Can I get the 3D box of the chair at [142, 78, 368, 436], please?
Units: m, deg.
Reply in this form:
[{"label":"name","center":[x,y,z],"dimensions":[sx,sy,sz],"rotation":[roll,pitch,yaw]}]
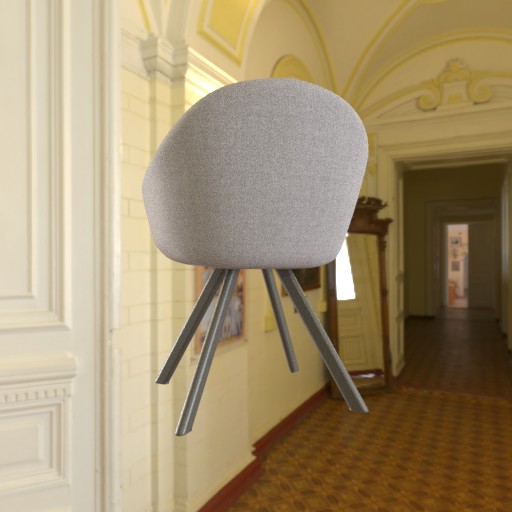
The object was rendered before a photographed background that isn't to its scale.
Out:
[{"label":"chair","center":[0.000,0.000,1.224],"dimensions":[0.590,0.795,0.550],"rotation":[0,0,-19]}]
